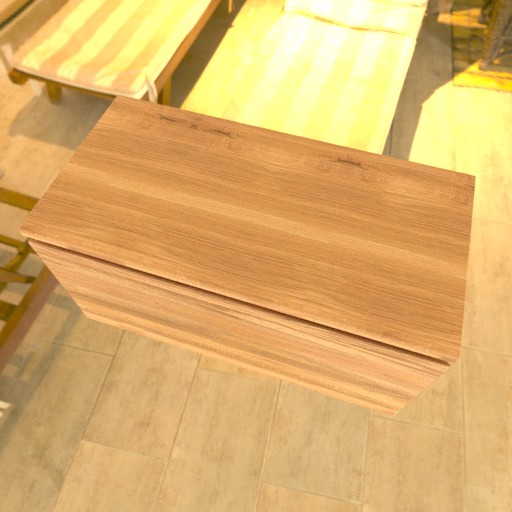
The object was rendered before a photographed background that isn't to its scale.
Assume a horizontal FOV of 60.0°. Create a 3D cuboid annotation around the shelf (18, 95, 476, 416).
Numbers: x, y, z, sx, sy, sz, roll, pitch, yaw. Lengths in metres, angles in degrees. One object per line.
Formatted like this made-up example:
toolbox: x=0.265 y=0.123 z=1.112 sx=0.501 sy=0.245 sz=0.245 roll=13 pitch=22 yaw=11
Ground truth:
shelf: x=0.000 y=0.000 z=1.025 sx=0.800 sy=0.400 sz=0.400 roll=16 pitch=59 yaw=9
